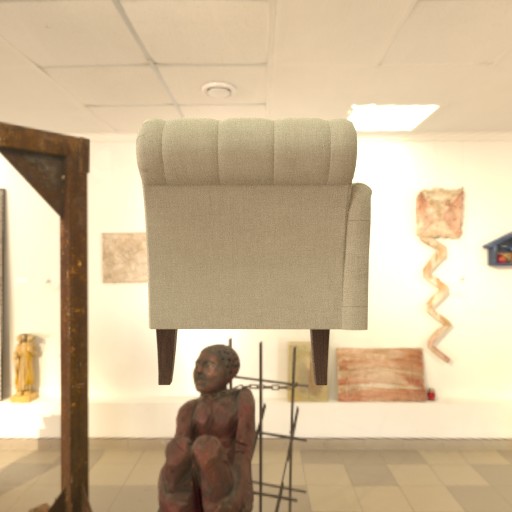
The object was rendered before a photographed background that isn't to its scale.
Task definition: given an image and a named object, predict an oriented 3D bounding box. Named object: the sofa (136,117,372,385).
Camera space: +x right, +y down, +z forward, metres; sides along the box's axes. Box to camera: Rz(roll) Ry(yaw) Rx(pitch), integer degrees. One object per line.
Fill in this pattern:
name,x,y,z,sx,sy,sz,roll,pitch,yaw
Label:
sofa,0.000,0.000,1.850,0.675,0.787,1.379,0,1,0
